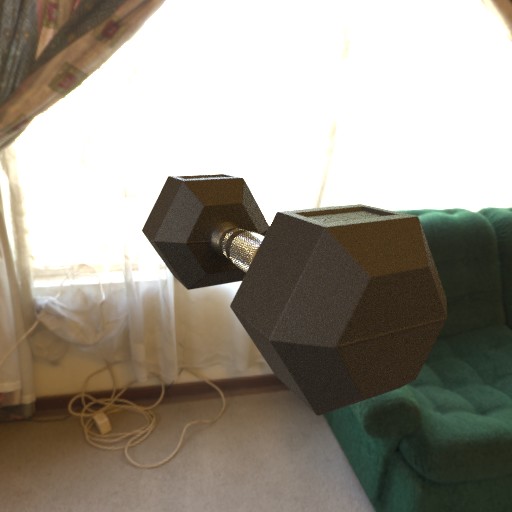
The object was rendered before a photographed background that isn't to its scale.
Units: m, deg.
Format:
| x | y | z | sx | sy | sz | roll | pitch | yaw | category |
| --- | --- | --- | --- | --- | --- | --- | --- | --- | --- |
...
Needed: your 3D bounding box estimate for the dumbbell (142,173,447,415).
| x | y | z | sx | sy | sz | roll | pitch | yaw | category |
| --- | --- | --- | --- | --- | --- | --- | --- | --- | --- |
| 0.000 | 0.000 | 0.341 | 0.116 | 0.101 | 0.297 | -8 | 18 | -26 | dumbbell |
